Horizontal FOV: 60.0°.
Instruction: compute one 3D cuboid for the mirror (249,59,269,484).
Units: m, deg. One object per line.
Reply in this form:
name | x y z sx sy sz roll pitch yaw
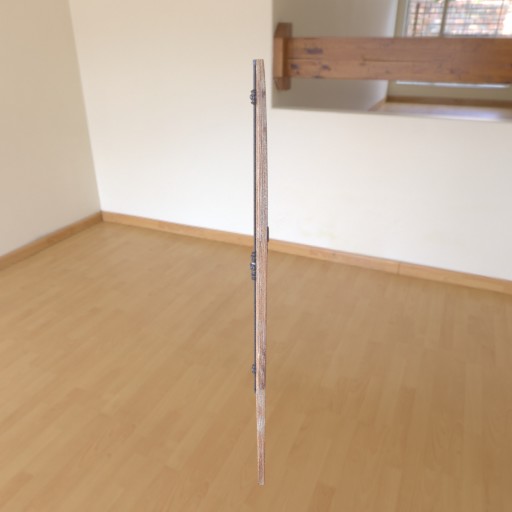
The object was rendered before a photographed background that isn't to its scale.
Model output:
mirror | 0.000 0.000 1.127 0.032 0.915 0.609 0 26 -1
